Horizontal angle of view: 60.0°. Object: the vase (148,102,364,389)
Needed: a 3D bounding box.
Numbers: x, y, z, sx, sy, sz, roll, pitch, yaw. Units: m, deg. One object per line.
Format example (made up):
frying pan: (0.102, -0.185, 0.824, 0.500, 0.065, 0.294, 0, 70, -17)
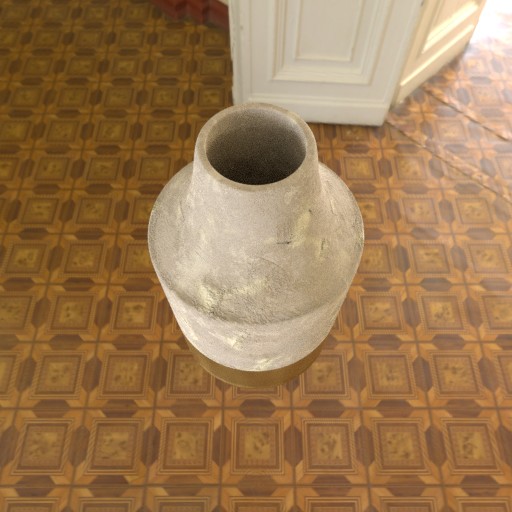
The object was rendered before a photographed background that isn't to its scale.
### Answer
vase: (0.000, 0.000, 0.424, 0.184, 0.305, 0.184, 0, 61, 0)
